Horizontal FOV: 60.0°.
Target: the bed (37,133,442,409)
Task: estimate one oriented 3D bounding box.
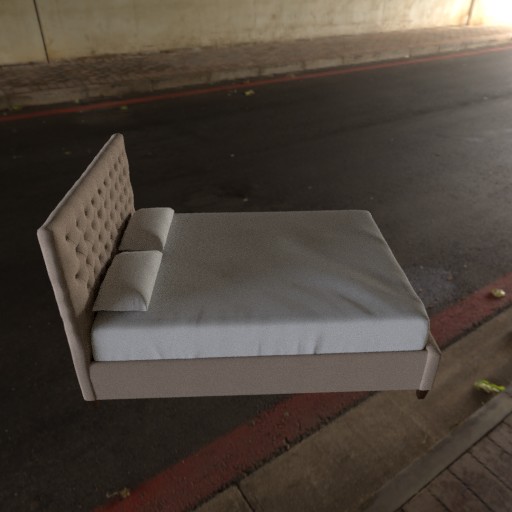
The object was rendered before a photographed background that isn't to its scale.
[{"bbox_3d":[0.000,0.000,3.407,2.387,1.427,1.698,-1,32,-2],"label":"bed"}]
